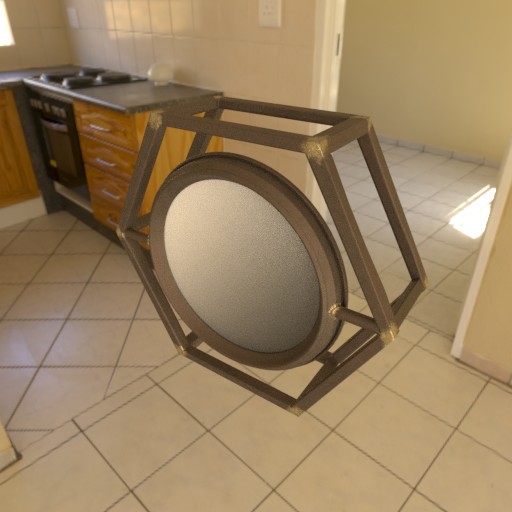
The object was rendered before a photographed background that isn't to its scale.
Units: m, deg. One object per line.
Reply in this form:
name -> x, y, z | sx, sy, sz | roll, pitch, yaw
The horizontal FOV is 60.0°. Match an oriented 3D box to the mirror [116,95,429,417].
mirror -> 0.000, 0.000, 0.537 | 0.380, 0.334, 0.119 | 19, 35, 29
